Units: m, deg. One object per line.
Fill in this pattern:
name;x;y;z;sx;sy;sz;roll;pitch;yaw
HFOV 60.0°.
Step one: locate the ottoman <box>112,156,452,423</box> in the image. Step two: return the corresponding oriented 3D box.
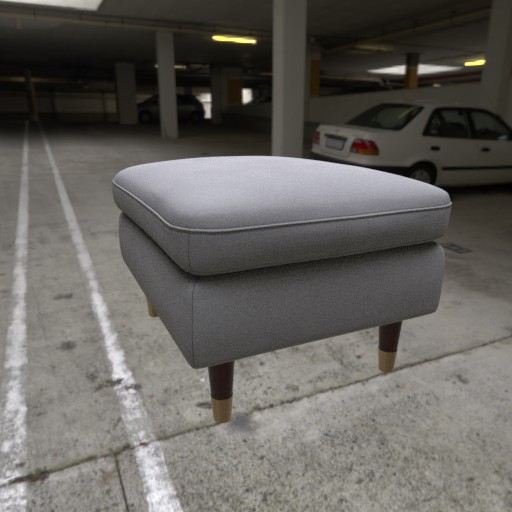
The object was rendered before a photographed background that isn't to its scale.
ottoman;0.000;0.000;1.119;0.593;0.478;0.747;-8;18;-25
